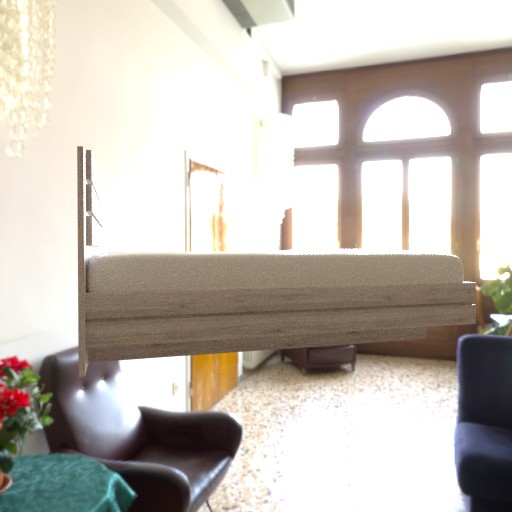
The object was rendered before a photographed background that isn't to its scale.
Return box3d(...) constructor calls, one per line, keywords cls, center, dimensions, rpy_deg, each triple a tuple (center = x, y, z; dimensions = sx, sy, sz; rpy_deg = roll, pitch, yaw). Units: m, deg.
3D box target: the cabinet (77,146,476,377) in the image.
box3d(cls="cabinet", center=(0.000, 0.000, 2.970), dimensions=(2.080, 0.970, 1.750), rpy_deg=(0, 1, -17))
